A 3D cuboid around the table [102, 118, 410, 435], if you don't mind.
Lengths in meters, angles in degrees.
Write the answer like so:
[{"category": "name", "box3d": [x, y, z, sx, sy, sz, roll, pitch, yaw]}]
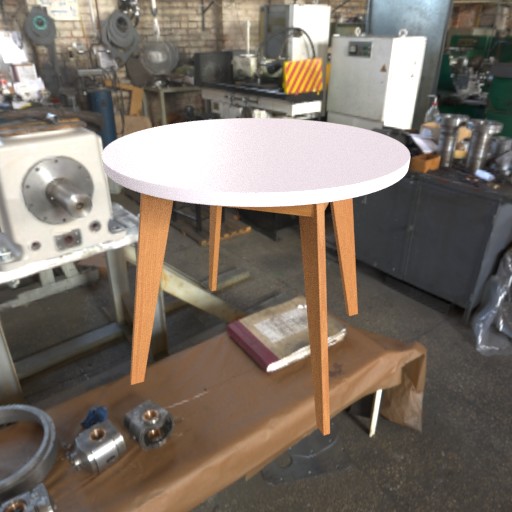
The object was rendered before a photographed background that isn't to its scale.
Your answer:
[{"category": "table", "box3d": [0.000, 0.000, 1.520, 0.896, 0.762, 0.896, 0, 27, 0]}]
